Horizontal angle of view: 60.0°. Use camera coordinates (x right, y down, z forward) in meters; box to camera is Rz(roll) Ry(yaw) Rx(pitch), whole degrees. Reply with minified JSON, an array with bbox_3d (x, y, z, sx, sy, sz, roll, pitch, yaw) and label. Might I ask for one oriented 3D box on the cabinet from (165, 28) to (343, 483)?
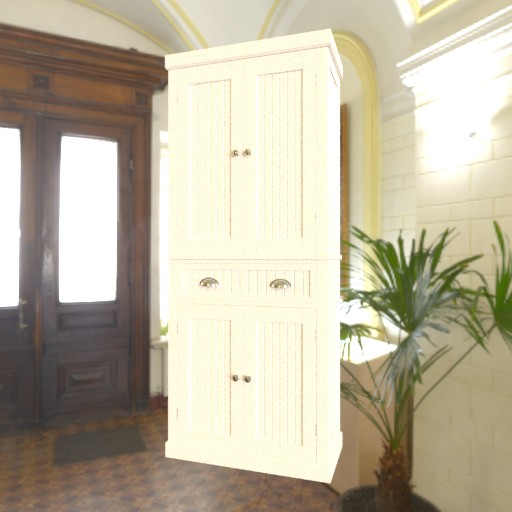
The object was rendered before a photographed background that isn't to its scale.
[{"bbox_3d":[0.000,0.000,2.072,0.754,1.829,0.390,0,0,18],"label":"cabinet"}]
